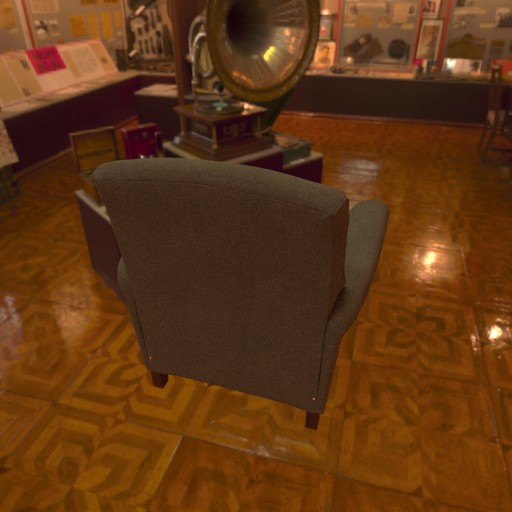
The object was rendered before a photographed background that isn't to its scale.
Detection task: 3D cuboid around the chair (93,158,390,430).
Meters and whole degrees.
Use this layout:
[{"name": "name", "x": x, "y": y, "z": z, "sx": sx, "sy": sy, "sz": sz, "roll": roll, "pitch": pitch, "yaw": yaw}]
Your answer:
[{"name": "chair", "x": 0.000, "y": 0.000, "z": 1.798, "sx": 0.978, "sy": 1.061, "sz": 0.905, "roll": 10, "pitch": 33, "yaw": 15}]
